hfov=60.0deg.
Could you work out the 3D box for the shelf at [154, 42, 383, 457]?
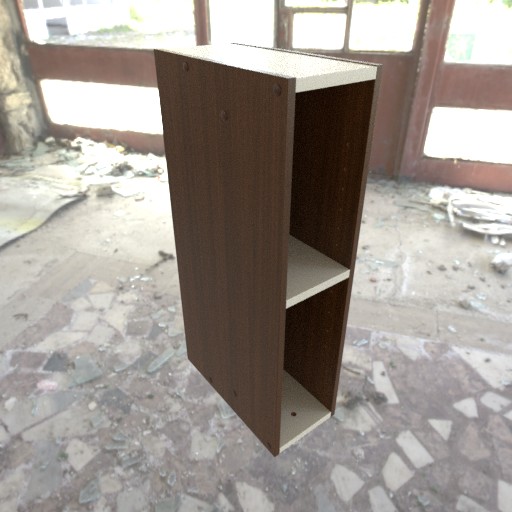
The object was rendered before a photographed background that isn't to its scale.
[{"bbox_3d":[0.000,0.000,0.723,0.147,0.600,0.290,-22,38,-31],"label":"shelf"}]
